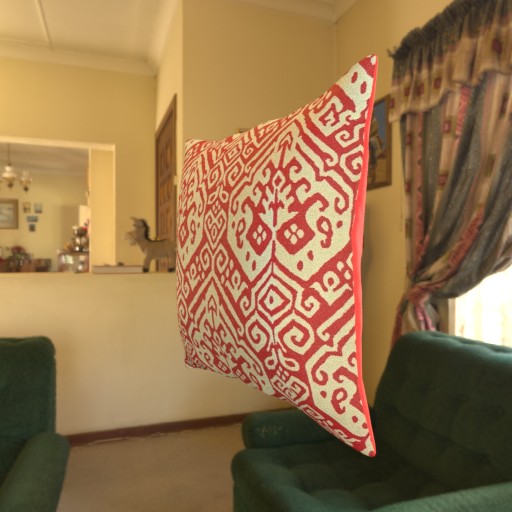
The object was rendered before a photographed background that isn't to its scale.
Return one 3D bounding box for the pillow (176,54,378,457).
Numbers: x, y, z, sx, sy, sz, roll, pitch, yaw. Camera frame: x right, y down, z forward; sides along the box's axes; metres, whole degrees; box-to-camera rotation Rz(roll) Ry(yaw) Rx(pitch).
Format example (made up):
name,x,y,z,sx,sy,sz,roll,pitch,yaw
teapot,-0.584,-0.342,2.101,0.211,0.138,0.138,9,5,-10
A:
name,x,y,z,sx,sy,sz,roll,pitch,yaw
pillow,0.000,0.000,0.767,0.192,0.507,0.522,0,1,-36
